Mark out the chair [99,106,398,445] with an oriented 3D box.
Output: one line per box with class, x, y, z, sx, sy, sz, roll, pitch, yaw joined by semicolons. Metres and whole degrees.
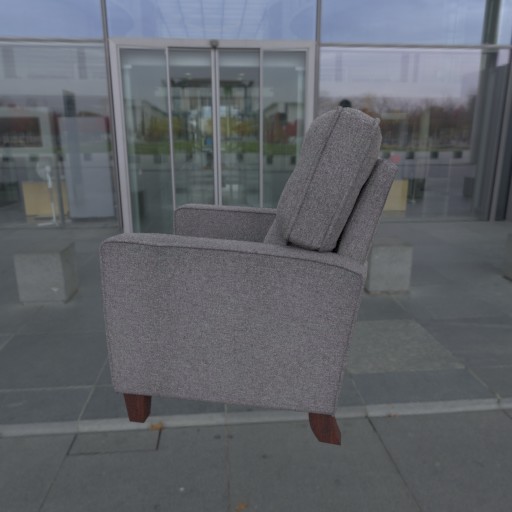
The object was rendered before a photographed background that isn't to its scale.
chair;0.000;0.000;1.418;0.775;0.889;0.650;3;15;10
